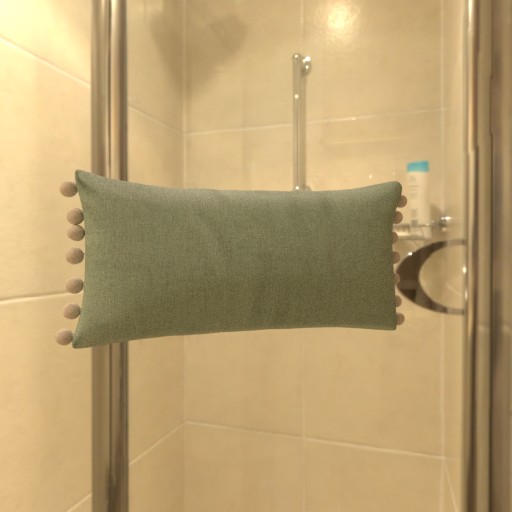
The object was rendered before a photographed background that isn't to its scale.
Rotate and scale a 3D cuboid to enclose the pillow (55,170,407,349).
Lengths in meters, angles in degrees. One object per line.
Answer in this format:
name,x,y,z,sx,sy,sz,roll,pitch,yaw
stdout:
pillow,0.000,0.000,0.852,0.709,0.322,0.201,0,0,-19
